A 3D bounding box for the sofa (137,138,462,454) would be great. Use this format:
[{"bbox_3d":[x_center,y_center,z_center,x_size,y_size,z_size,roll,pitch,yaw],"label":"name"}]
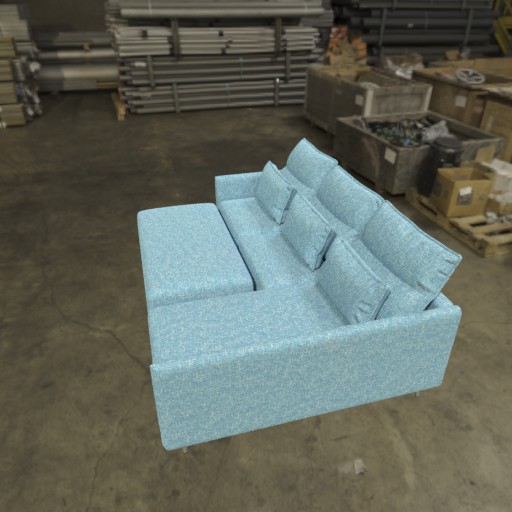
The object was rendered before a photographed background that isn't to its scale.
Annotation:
[{"bbox_3d":[0.000,0.000,2.798,1.420,0.899,2.034,-8,32,-13],"label":"sofa"}]
